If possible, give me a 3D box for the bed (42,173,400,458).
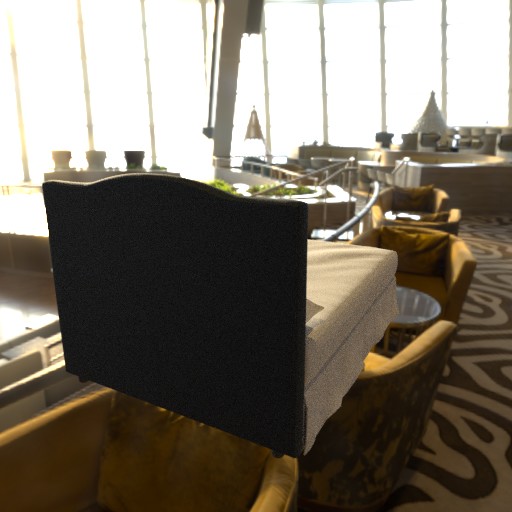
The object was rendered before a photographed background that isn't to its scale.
[{"bbox_3d":[0.000,0.000,3.399,1.821,1.436,2.282,9,18,28],"label":"bed"}]
